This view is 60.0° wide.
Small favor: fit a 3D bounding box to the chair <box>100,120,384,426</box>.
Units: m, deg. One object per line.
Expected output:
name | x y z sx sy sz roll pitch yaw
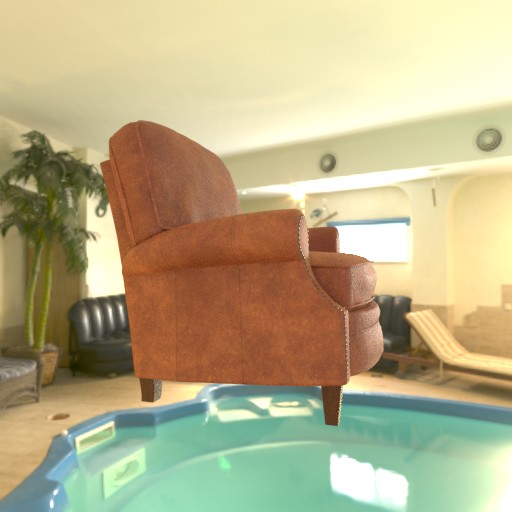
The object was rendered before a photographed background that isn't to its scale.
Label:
chair | 0.000 0.000 1.785 0.986 1.018 0.936 0 0 18
